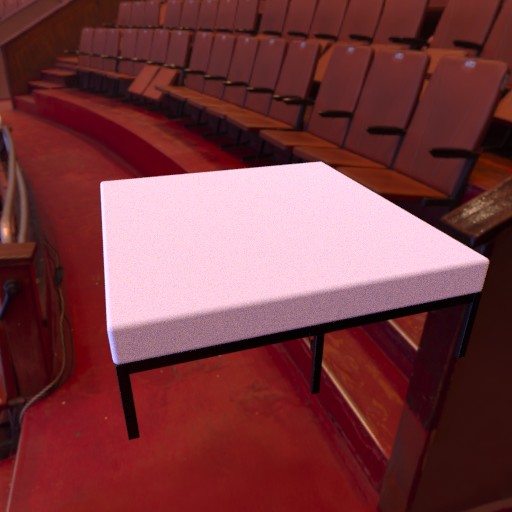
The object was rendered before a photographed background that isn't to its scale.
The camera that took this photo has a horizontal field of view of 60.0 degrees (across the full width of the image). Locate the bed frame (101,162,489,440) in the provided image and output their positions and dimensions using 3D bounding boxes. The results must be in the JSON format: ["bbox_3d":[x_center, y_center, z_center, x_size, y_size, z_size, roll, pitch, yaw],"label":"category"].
[{"bbox_3d":[0.000,0.000,3.099,1.963,0.659,2.079,-8,28,-16],"label":"bed frame"}]
